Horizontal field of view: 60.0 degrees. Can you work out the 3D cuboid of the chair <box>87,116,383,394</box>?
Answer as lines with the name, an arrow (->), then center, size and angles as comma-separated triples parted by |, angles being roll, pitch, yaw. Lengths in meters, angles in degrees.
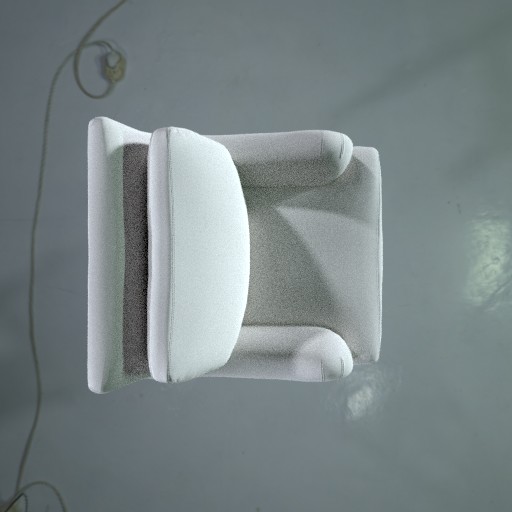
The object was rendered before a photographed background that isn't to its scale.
chair -> 0.000, 0.000, 1.857 | 1.070, 1.038, 0.955 | 0, 90, 0
